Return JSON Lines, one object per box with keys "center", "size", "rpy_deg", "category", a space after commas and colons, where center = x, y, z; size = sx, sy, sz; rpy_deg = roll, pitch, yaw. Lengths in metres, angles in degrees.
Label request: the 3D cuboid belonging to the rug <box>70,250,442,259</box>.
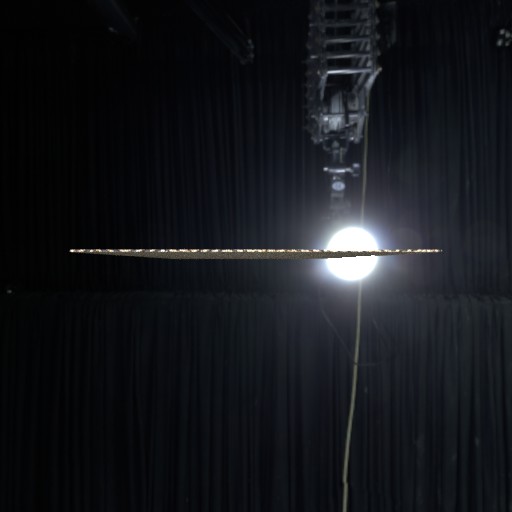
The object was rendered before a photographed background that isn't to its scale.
{"center": [0.000, 0.000, 2.334], "size": [1.219, 0.008, 1.828], "rpy_deg": [0, -1, 0], "category": "rug"}
